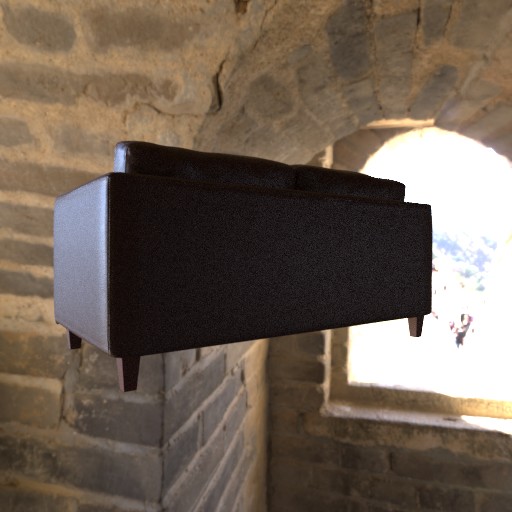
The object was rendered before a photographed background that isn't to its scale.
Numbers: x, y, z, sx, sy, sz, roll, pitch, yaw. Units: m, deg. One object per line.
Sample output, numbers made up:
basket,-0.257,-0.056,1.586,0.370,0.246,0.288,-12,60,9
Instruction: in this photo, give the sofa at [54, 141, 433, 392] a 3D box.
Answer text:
sofa,0.000,0.000,2.398,1.883,0.933,0.951,-1,1,-35
